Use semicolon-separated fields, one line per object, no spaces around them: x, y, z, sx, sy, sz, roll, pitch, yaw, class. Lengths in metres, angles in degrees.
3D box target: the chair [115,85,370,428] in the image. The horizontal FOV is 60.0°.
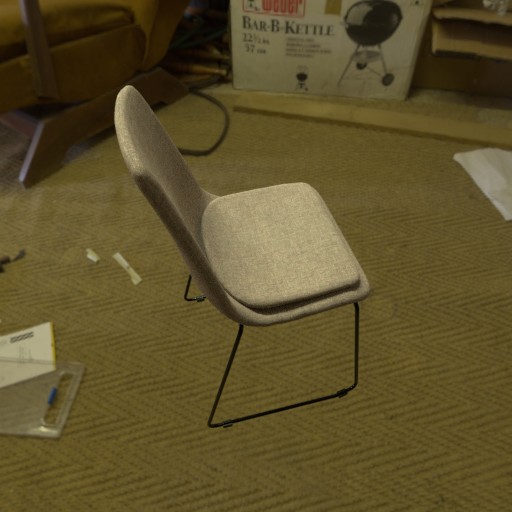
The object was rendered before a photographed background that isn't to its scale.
0.000;0.000;1.134;0.518;0.858;0.479;-11;48;-10;chair
